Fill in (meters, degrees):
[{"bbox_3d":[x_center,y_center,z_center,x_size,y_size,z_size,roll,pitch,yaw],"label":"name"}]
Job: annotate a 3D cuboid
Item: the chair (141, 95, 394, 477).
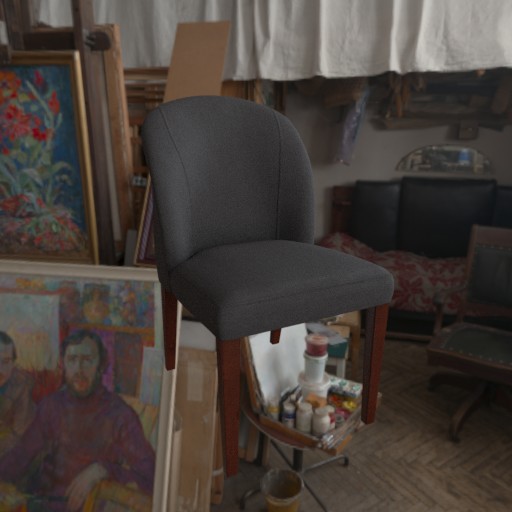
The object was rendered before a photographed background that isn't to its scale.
[{"bbox_3d":[0.000,0.000,1.252,0.506,0.879,0.619,-8,19,-25],"label":"chair"}]
